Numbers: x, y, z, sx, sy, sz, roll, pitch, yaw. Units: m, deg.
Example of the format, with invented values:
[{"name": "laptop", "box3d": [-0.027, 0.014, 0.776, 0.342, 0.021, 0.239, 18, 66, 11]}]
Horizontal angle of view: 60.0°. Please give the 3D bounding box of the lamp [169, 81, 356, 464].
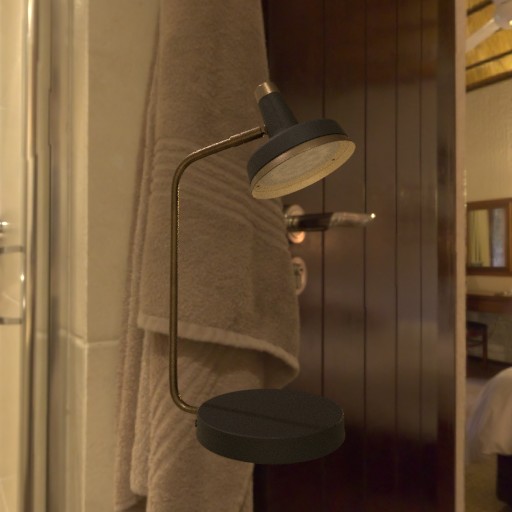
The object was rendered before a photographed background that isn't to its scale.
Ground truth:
[{"name": "lamp", "box3d": [0.000, 0.000, 0.494, 0.218, 0.385, 0.162, 0, -1, 18]}]
